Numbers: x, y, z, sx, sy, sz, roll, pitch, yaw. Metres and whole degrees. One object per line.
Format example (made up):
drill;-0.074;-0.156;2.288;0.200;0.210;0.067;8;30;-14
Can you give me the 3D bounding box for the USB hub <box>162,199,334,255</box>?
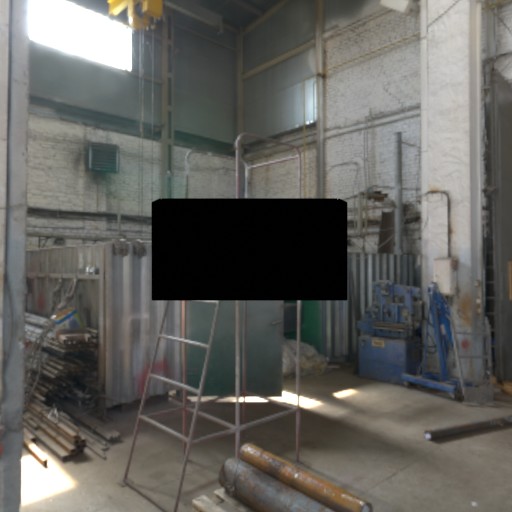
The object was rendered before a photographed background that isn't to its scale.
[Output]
USB hub;0.000;0.000;0.158;0.044;0.023;0.145;0;-1;1
